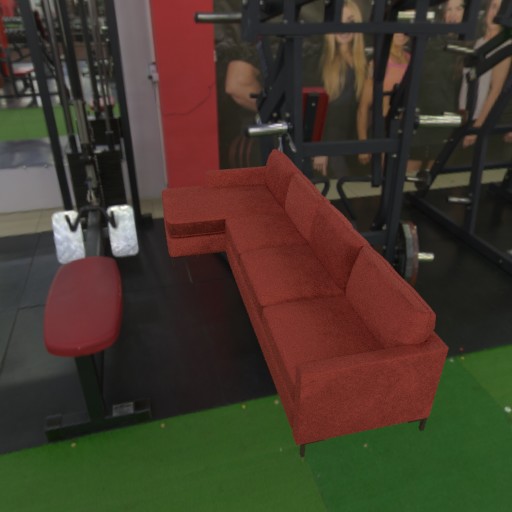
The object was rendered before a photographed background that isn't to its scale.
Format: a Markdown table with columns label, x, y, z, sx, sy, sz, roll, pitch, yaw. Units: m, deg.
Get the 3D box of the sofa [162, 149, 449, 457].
| label | x | y | z | sx | sy | sz | roll | pitch | yaw |
| --- | --- | --- | --- | --- | --- | --- | --- | --- | --- |
| sofa | 0.000 | 0.000 | 3.960 | 1.500 | 0.967 | 3.400 | -7 | 31 | -12 |
